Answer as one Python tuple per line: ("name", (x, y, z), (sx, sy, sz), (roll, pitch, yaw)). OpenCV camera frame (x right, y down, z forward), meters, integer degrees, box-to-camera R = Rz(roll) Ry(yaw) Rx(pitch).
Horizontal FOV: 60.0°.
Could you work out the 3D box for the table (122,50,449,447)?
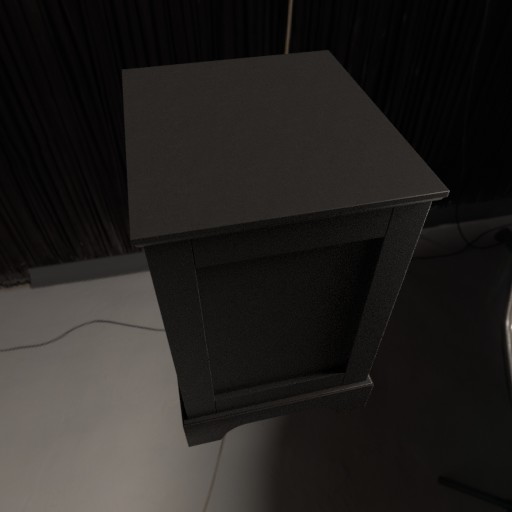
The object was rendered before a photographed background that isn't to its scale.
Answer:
("table", (0.000, 0.000, 0.904), (0.399, 0.610, 0.460), (-9, 47, -9))
